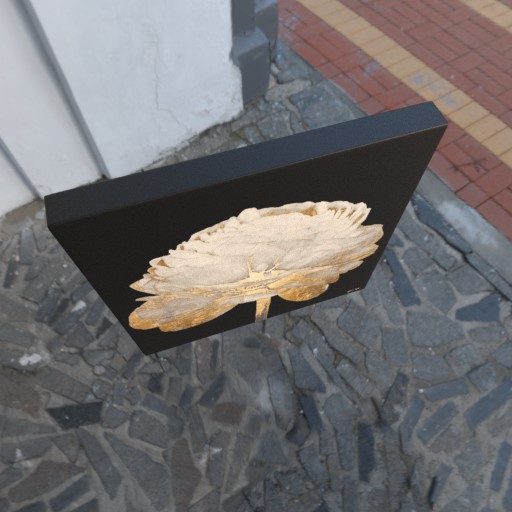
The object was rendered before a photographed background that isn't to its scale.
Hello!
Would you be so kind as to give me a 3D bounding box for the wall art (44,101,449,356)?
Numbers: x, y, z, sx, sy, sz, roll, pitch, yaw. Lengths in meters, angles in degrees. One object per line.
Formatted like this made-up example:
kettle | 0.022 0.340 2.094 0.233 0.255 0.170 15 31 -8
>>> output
wall art | 0.000 0.000 0.611 0.406 0.407 0.041 -16 62 -9
